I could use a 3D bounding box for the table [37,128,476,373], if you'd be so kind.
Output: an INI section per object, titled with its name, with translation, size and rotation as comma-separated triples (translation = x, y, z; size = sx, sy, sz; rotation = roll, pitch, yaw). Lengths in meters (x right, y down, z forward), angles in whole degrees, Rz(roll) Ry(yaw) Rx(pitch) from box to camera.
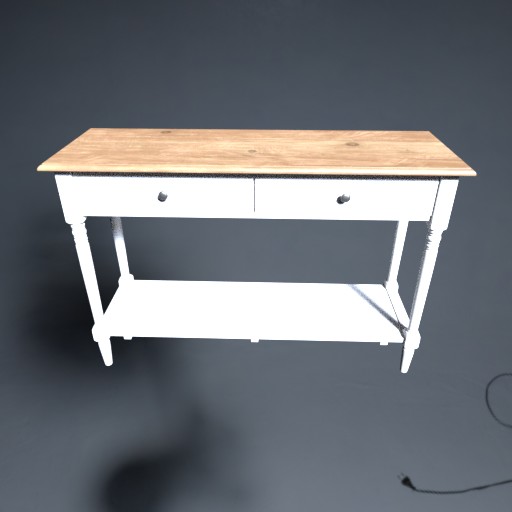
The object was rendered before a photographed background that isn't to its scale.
[table]
translation = 0.000, 0.000, 1.596
size = 1.219, 0.800, 0.399
rotation = 1, 30, 2
